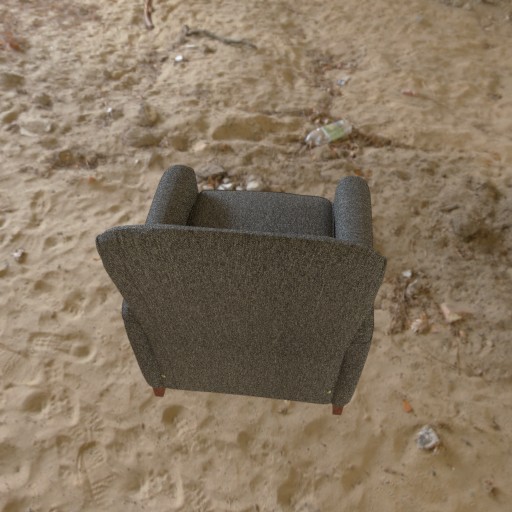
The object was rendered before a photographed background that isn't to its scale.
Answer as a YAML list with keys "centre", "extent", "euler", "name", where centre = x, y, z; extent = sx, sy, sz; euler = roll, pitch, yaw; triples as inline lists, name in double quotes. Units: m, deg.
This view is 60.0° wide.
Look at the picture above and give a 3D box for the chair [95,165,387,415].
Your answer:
- centre: [0.000, 0.000, 1.626]
  extent: [0.848, 1.014, 0.864]
  euler: [4, 47, 4]
  name: "chair"
